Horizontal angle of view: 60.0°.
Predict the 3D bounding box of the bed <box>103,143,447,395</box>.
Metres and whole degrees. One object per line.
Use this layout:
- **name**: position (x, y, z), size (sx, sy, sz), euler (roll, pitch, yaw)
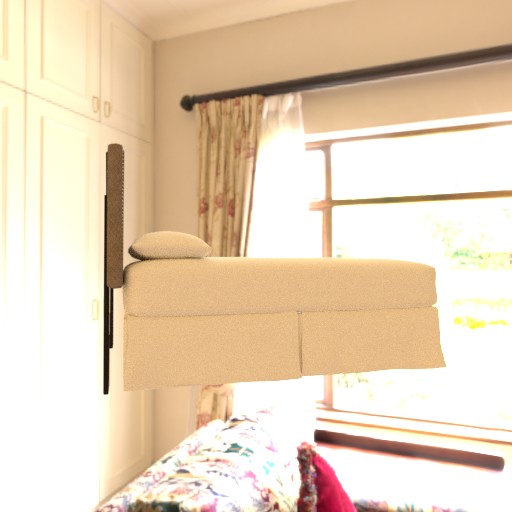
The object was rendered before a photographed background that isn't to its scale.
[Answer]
- **bed**: position (0.000, 0.000, 3.394), size (2.153, 1.518, 1.713), euler (0, -1, -17)
